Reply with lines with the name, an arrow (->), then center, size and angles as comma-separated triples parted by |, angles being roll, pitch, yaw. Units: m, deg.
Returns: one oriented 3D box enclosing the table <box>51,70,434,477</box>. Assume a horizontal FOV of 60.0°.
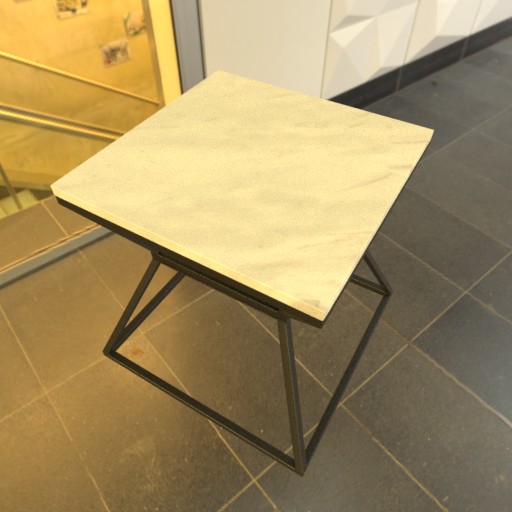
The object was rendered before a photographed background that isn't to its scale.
table -> 0.000, 0.000, 0.803 | 0.455, 0.431, 0.455 | 24, 52, 20
